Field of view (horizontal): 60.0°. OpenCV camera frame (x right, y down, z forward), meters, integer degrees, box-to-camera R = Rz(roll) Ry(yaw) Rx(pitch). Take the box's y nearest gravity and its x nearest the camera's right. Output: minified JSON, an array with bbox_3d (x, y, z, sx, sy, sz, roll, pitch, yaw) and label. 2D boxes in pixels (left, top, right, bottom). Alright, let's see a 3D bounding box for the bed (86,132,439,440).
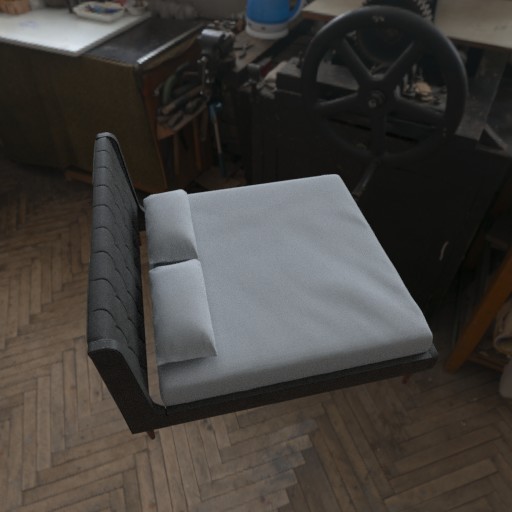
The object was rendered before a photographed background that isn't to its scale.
[{"bbox_3d":[0.000,0.000,3.215,2.031,1.158,1.903,-9,47,-9],"label":"bed"}]
